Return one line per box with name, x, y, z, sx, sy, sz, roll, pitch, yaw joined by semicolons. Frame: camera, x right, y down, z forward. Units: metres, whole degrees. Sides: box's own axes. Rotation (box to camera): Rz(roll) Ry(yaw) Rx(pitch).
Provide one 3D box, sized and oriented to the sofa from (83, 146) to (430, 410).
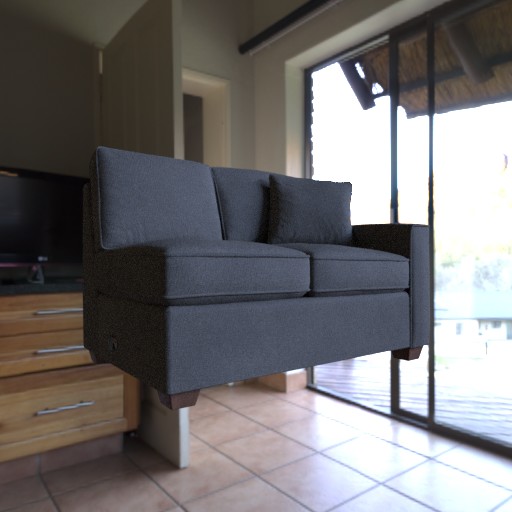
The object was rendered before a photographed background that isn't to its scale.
sofa;0.000;0.000;2.105;1.388;0.989;0.991;1;-1;-35
